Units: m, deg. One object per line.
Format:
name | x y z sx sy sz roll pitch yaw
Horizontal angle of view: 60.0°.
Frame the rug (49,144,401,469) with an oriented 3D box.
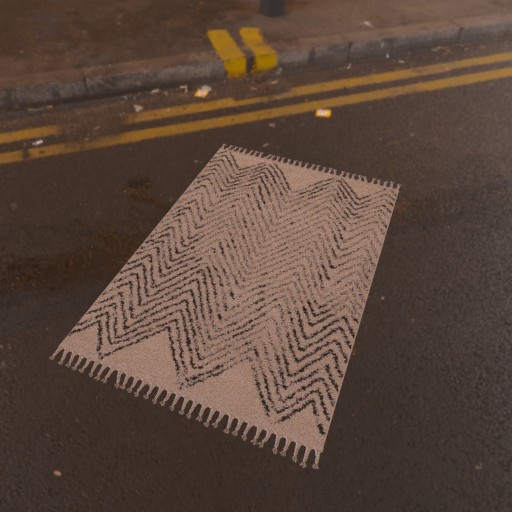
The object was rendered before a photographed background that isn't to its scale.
rug | 0.000 0.000 2.360 1.230 0.014 1.847 16 49 15
